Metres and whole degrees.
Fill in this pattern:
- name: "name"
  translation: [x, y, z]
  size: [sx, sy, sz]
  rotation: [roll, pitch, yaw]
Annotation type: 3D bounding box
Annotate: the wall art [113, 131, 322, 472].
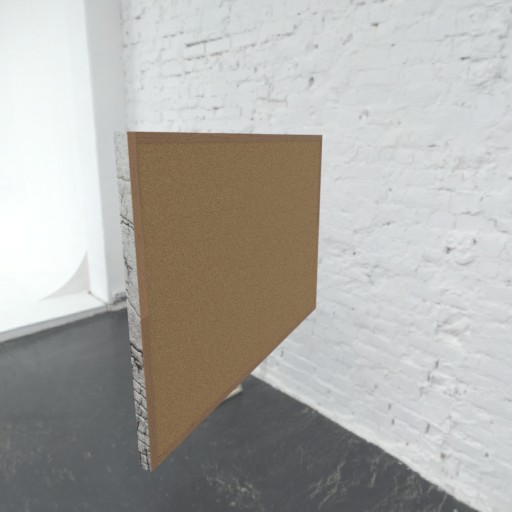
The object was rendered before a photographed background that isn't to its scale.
- name: "wall art"
  translation: [0.000, 0.000, 1.426]
  size: [0.035, 0.758, 1.141]
  rotation: [7, 17, 26]
